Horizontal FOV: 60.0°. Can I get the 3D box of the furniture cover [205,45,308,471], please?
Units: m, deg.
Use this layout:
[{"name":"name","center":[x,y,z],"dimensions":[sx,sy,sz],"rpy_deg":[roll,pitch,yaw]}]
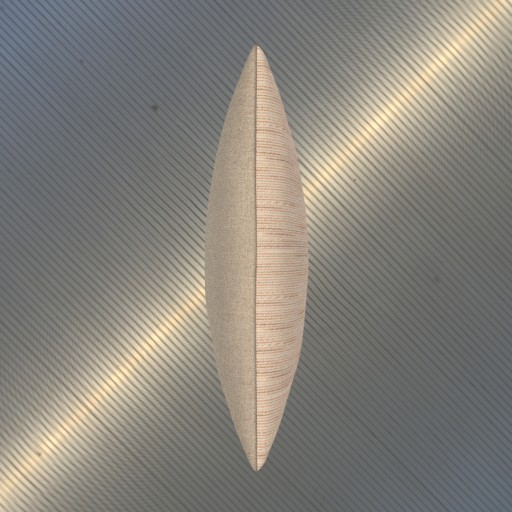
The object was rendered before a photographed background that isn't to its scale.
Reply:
[{"name":"furniture cover","center":[0.000,0.000,0.770],"dimensions":[0.178,0.506,0.512],"rpy_deg":[0,91,-1]}]
